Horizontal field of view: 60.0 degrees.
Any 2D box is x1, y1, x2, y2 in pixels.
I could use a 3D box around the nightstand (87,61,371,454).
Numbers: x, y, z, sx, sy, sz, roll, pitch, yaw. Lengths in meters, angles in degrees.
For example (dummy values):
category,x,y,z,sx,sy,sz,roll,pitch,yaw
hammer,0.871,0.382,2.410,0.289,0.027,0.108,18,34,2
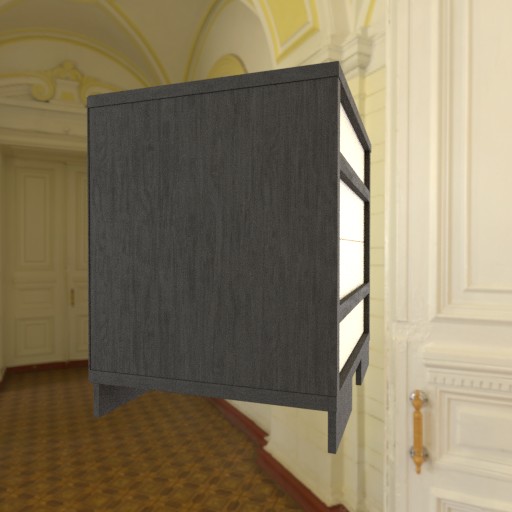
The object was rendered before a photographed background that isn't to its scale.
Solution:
category,x,y,z,sx,sy,sz,roll,pitch,yaw
nightstand,0.000,0.000,0.760,0.347,0.448,0.427,0,1,19
